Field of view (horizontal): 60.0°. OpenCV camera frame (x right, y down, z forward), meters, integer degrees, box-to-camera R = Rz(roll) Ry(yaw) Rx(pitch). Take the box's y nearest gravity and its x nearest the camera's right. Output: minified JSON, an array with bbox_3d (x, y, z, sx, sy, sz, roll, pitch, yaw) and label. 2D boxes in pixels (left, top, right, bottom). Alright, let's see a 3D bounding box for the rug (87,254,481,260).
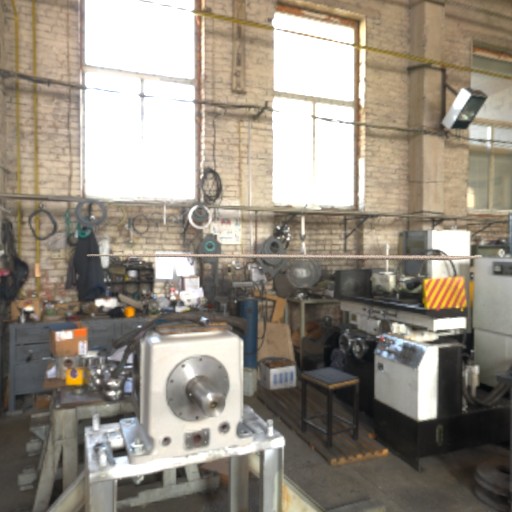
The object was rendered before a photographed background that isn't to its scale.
[{"bbox_3d":[0.000,0.000,2.785,2.448,0.012,0.769,0,1,35],"label":"rug"}]
